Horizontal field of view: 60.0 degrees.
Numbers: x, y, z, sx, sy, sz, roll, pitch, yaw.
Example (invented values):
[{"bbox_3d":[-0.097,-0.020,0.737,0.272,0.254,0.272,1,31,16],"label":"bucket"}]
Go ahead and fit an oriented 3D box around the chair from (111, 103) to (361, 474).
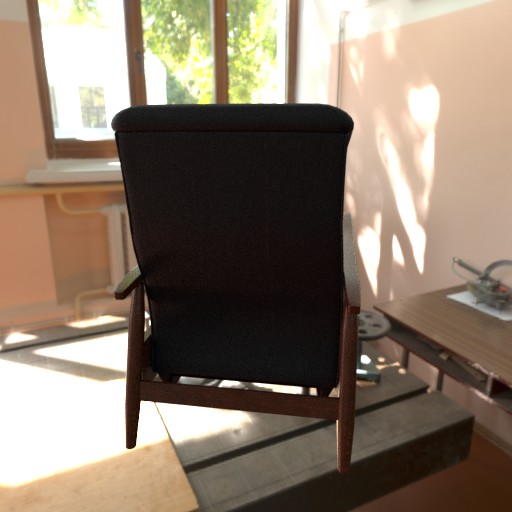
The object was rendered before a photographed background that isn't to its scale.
[{"bbox_3d":[0.000,0.000,1.727,0.762,1.082,1.014,3,16,9],"label":"chair"}]
